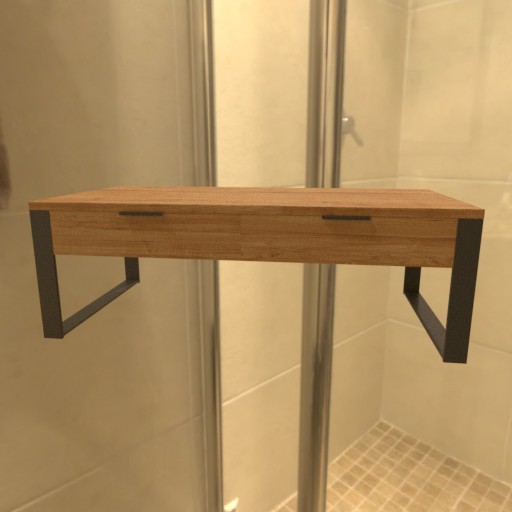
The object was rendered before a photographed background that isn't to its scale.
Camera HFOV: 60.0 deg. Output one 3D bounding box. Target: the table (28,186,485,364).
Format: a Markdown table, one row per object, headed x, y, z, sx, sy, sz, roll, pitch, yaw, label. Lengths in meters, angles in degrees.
| x | y | z | sx | sy | sz | roll | pitch | yaw | label |
| --- | --- | --- | --- | --- | --- | --- | --- | --- | --- |
| 0.000 | 0.000 | 1.454 | 1.180 | 0.400 | 0.590 | 2 | 13 | 8 | table |
